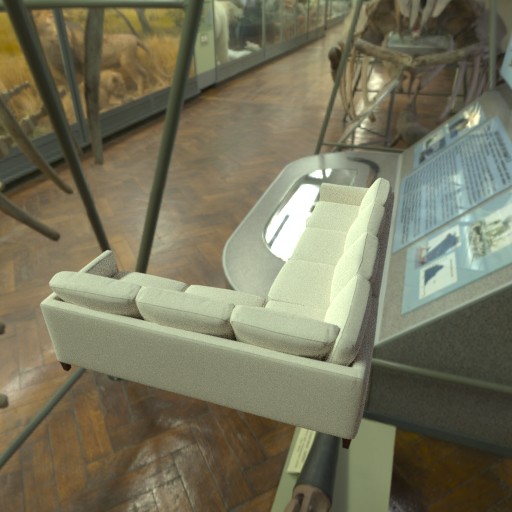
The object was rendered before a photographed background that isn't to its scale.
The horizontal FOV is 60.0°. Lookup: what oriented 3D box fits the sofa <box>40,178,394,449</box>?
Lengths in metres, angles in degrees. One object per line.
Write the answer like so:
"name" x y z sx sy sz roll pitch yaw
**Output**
"sofa" 0.000 0.000 4.608 2.593 0.947 3.302 10 32 16
